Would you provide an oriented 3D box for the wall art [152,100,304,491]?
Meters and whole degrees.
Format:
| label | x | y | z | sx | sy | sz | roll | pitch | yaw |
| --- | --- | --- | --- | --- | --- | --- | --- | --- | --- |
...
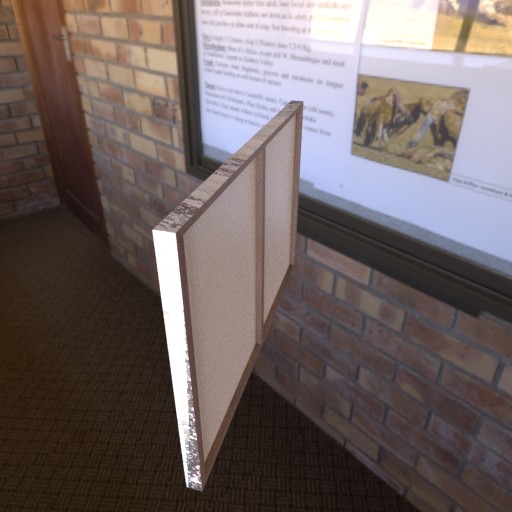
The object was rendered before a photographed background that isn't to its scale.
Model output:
| label | x | y | z | sx | sy | sz | roll | pitch | yaw |
| --- | --- | --- | --- | --- | --- | --- | --- | --- | --- |
| wall art | 0.000 | 0.000 | 1.145 | 0.038 | 0.598 | 0.919 | 8 | 31 | 14 |
